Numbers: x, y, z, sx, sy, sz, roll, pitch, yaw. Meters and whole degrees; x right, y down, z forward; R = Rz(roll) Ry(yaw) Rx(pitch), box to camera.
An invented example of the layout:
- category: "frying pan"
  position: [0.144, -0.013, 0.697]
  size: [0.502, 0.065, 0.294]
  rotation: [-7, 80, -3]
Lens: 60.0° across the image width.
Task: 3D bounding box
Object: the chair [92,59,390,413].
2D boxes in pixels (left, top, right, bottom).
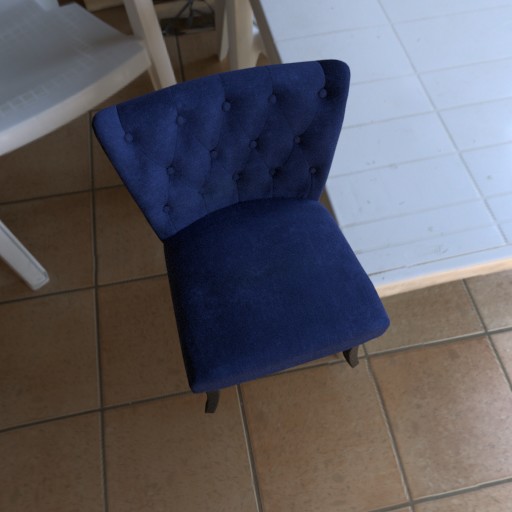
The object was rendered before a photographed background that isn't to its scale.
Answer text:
- category: "chair"
  position: [0.000, 0.000, 1.193]
  size: [0.585, 0.753, 0.606]
  rotation: [-16, 64, -8]
